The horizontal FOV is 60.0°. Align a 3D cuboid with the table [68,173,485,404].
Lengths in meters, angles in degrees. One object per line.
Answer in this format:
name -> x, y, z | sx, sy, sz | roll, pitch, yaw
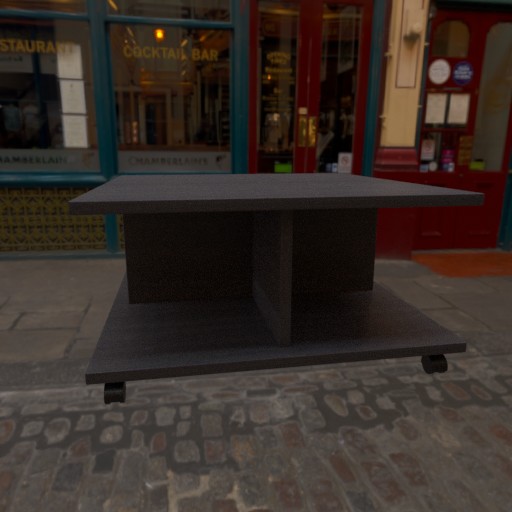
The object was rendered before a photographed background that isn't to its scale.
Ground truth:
table -> 0.000, 0.000, 1.200 | 0.762, 0.396, 0.762 | -2, 14, -10
